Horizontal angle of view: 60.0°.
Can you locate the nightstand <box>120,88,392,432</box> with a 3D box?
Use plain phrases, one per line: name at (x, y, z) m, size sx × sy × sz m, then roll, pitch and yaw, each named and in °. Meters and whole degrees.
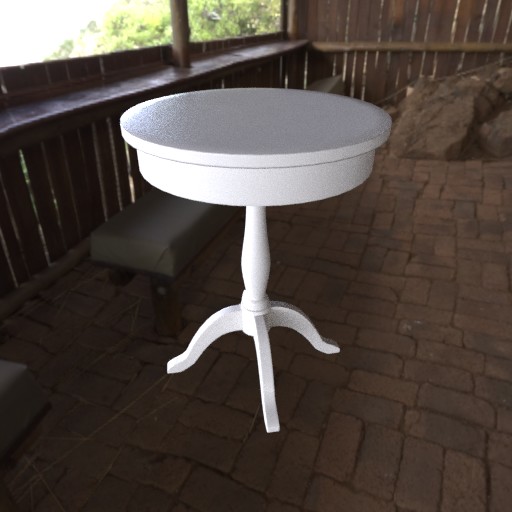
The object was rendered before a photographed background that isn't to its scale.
nightstand at (0.000, 0.000, 1.031) m, size 0.513 × 0.653 × 0.513 m, roll 0°, pitch 31°, yaw -1°
